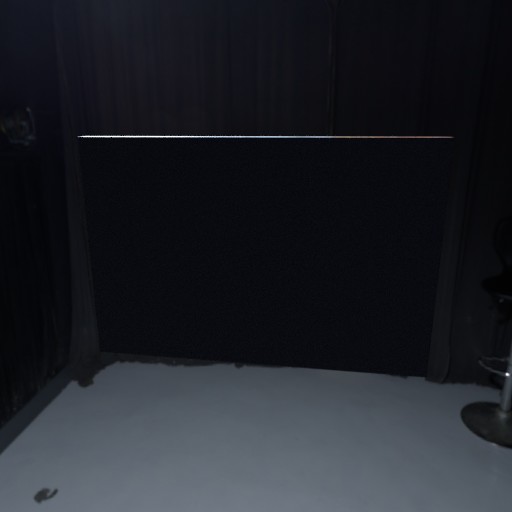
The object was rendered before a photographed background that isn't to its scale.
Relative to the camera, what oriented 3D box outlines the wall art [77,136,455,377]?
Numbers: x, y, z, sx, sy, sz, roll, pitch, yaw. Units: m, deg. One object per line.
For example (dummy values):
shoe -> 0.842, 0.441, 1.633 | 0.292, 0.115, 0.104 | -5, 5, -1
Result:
wall art -> 0.000, 0.000, 0.783 | 0.610, 0.406, 0.037 | 2, 16, 8
